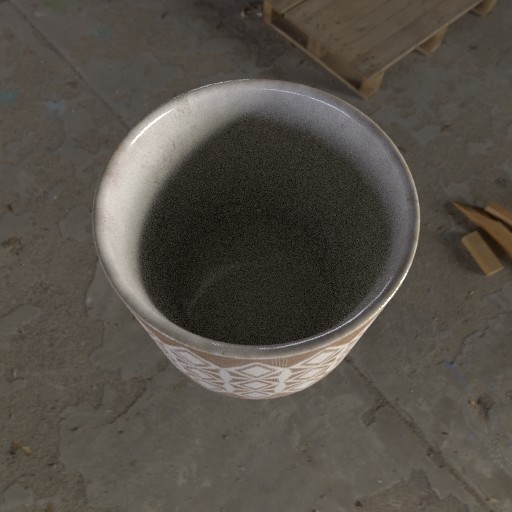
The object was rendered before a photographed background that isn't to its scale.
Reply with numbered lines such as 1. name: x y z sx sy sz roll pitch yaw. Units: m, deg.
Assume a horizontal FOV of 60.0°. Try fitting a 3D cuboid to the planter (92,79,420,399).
1. planter: 0.000 0.000 0.338 0.193 0.165 0.193 0 64 0
